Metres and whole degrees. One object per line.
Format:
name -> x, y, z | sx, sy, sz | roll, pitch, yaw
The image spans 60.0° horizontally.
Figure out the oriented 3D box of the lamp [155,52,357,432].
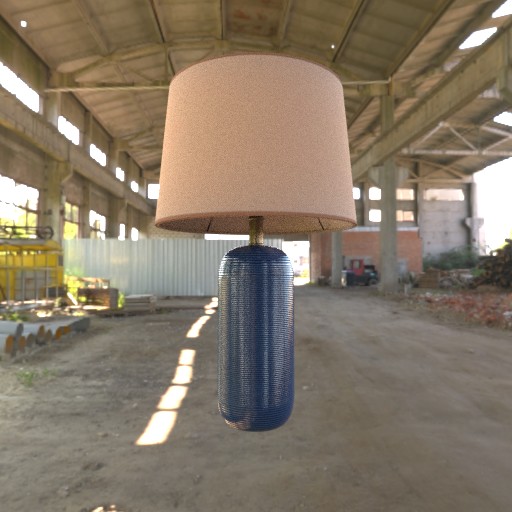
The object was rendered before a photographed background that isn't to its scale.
lamp -> 0.000, 0.000, 0.823 | 0.367, 0.609, 0.367 | 0, -2, 0
